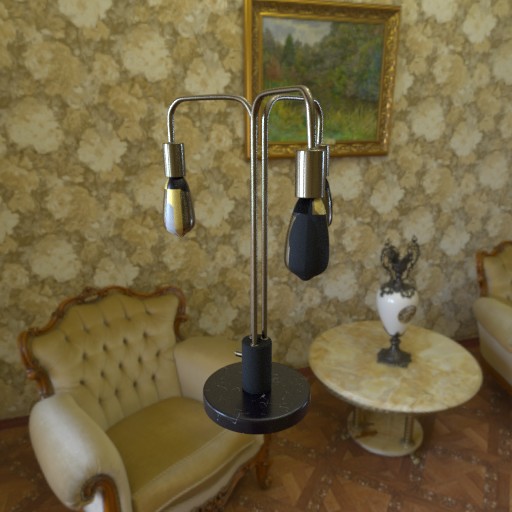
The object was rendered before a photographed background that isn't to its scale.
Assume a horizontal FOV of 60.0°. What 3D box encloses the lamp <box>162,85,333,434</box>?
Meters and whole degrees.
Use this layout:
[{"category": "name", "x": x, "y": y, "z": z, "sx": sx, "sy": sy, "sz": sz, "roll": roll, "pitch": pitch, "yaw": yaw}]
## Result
[{"category": "lamp", "x": 0.000, "y": 0.000, "z": 0.812, "sx": 0.368, "sy": 0.560, "sz": 0.355, "roll": 8, "pitch": 18, "yaw": 26}]
